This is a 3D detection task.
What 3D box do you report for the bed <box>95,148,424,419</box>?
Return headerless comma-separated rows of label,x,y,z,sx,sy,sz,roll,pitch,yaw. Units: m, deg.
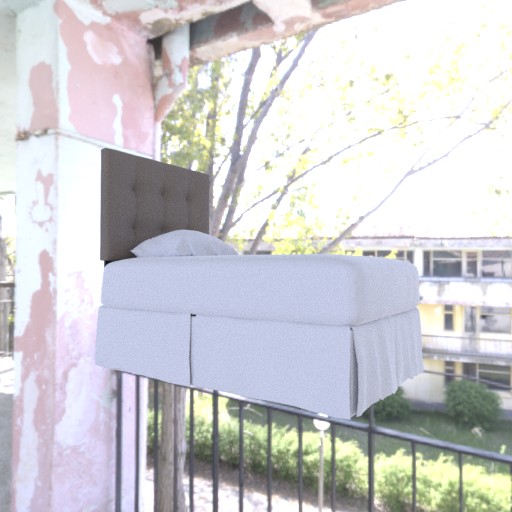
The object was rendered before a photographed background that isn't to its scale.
bed,0.000,0.000,3.098,1.997,1.571,1.261,-1,-2,35
